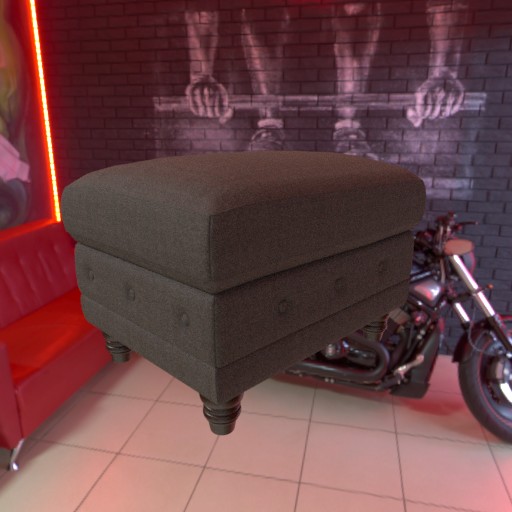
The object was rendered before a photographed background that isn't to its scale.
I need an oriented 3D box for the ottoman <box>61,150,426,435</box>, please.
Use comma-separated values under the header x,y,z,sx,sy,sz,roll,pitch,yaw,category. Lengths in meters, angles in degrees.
x,y,z,sx,sy,sz,roll,pitch,yaw,category
0.000,0.000,1.218,0.599,0.555,0.809,15,21,43,ottoman
